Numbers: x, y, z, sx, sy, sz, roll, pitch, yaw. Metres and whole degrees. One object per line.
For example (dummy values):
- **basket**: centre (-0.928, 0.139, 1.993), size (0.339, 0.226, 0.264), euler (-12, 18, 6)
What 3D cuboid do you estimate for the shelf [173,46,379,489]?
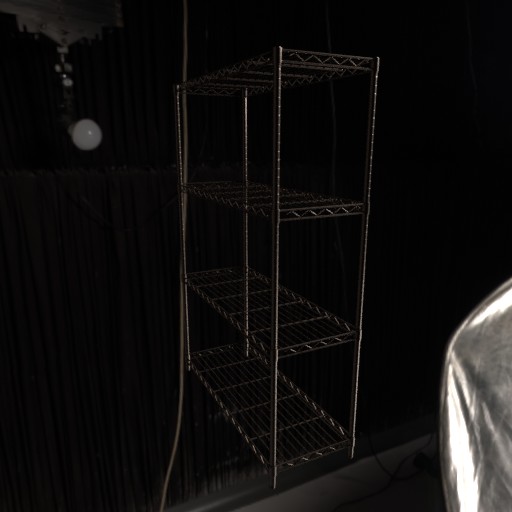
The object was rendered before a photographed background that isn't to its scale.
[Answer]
- **shelf**: centre (0.000, 0.000, 1.770), size (0.352, 1.361, 0.907), euler (-7, 16, -26)
